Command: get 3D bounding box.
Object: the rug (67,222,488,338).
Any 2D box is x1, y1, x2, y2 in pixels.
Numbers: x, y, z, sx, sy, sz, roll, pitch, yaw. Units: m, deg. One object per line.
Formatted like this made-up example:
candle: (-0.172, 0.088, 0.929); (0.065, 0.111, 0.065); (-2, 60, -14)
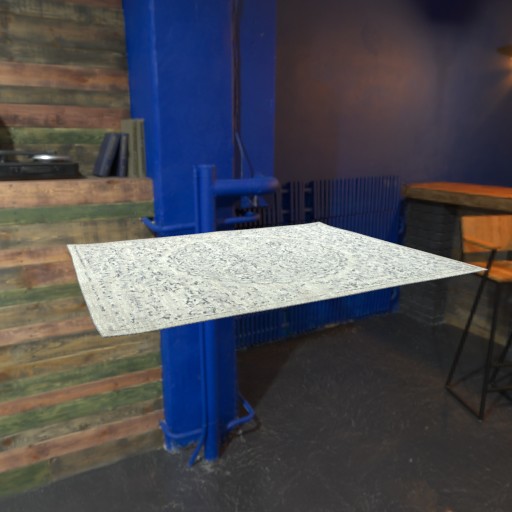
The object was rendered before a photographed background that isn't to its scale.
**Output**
rug: (0.000, 0.000, 3.879); (2.925, 0.026, 2.343); (-7, 16, -25)
